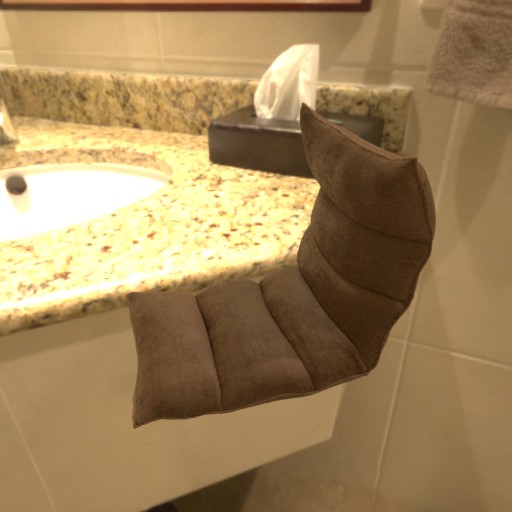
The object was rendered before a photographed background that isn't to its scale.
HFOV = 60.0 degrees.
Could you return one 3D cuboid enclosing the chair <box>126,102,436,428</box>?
[{"bbox_3d":[0.000,0.000,1.583,0.985,0.892,0.714,-8,31,-13],"label":"chair"}]
